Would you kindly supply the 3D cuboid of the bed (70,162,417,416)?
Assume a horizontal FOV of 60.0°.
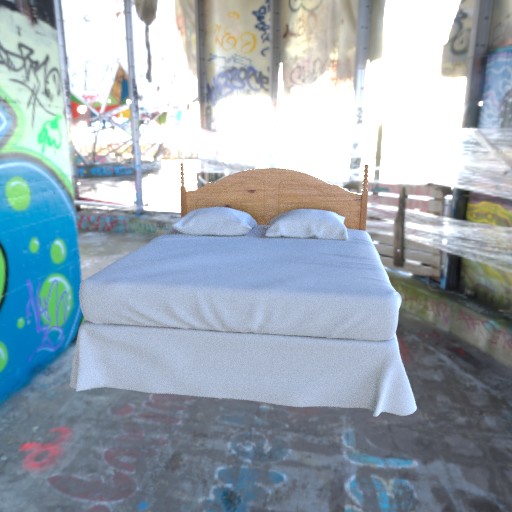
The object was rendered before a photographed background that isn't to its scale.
[{"bbox_3d":[0.000,0.000,3.589,2.322,1.355,2.219,2,15,8],"label":"bed"}]
